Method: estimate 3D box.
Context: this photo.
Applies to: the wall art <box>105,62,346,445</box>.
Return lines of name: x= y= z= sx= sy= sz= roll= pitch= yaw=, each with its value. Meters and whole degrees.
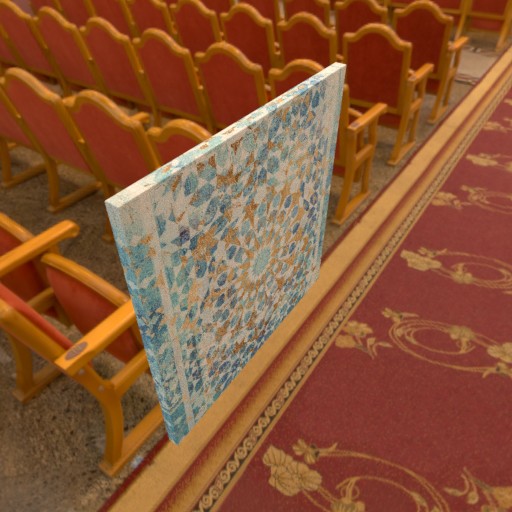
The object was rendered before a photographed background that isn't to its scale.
wall art: x=0.000 y=0.000 z=1.384 sx=0.040 sy=0.916 sz=0.916 roll=25 pitch=47 yaw=25
